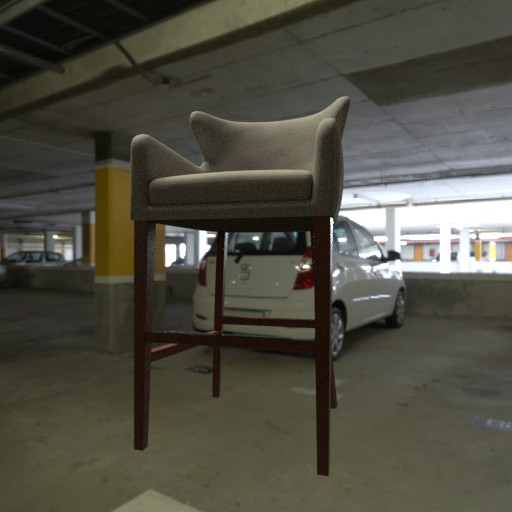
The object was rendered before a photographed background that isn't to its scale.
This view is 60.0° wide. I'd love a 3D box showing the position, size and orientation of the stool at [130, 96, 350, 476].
[{"bbox_3d":[0.000,0.000,1.396,0.575,1.047,0.575,0,0,16],"label":"stool"}]
